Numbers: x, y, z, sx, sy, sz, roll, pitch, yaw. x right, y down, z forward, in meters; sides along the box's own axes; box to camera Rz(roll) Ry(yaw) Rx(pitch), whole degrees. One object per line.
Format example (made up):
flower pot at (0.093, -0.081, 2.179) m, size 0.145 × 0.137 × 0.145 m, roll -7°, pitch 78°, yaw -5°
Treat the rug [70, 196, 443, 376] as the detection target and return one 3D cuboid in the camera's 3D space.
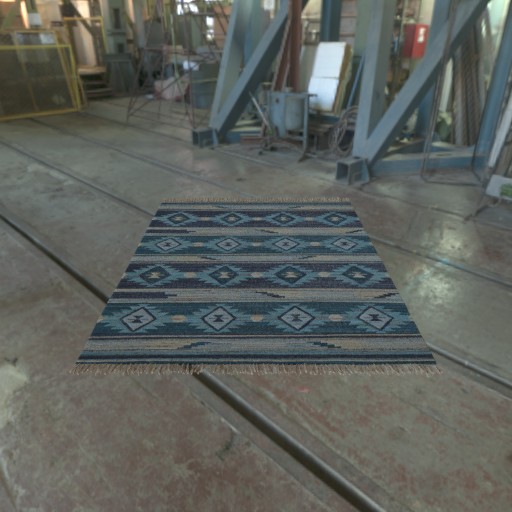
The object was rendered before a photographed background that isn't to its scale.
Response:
rug at (0.000, 0.000, 4.303) m, size 2.418 × 0.047 × 3.307 m, roll 0°, pitch 27°, yaw 0°
